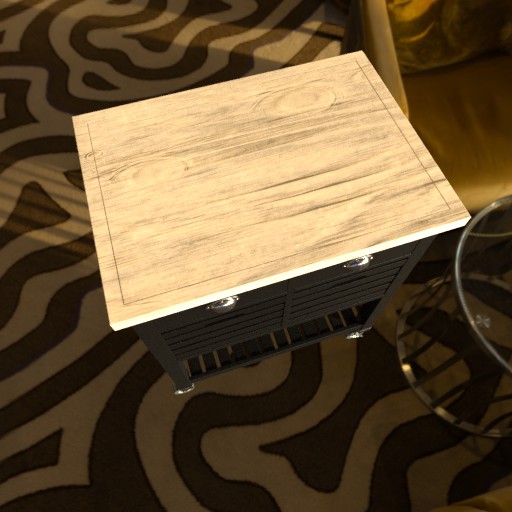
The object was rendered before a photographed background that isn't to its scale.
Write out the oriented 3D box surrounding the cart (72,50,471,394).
[{"bbox_3d":[0.000,0.000,1.436,0.797,0.920,0.567,-16,64,-8],"label":"cart"}]
